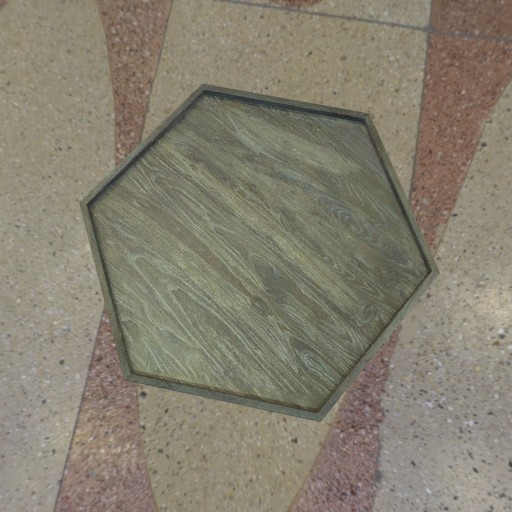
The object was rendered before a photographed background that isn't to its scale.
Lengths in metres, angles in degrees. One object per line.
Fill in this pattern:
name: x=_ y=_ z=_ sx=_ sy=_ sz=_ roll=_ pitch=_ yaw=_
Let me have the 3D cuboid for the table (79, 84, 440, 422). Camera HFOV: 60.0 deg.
table: x=0.000 y=0.000 z=1.578 sx=1.115 sy=0.488 sz=0.966 roll=11 pitch=76 yaw=3
